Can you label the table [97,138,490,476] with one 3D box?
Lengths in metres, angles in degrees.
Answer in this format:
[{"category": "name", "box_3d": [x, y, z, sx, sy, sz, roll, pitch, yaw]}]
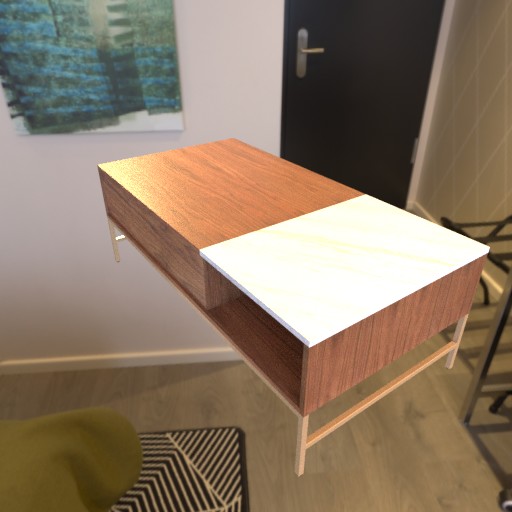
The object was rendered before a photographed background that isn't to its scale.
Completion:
[{"category": "table", "box_3d": [0.000, 0.000, 1.952, 0.789, 0.551, 1.553, -20, 36, -30]}]
